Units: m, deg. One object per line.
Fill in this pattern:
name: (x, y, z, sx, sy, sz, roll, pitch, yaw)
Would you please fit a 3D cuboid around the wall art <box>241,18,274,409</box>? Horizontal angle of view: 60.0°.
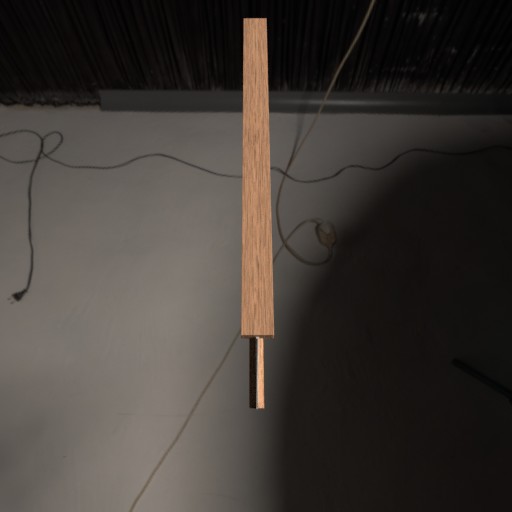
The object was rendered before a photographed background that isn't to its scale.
wall art: (0.000, 0.000, 0.700, 0.028, 0.527, 0.403, 0, 65, 0)
